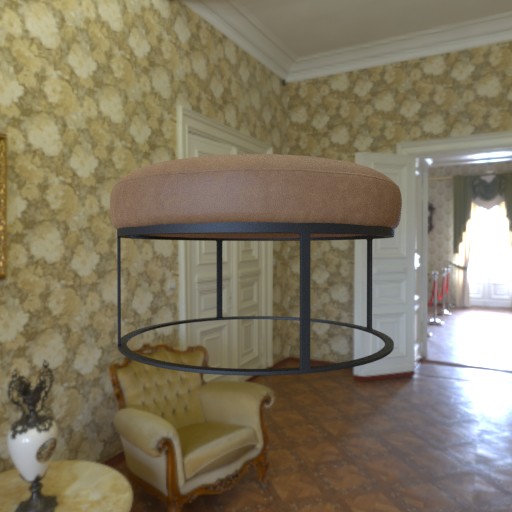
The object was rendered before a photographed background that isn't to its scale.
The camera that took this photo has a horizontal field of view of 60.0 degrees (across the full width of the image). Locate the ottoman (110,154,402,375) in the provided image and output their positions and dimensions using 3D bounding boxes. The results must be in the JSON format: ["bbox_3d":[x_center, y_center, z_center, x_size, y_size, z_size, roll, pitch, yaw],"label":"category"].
[{"bbox_3d":[0.000,0.000,1.233,0.771,0.460,0.771,0,1,0],"label":"ottoman"}]
